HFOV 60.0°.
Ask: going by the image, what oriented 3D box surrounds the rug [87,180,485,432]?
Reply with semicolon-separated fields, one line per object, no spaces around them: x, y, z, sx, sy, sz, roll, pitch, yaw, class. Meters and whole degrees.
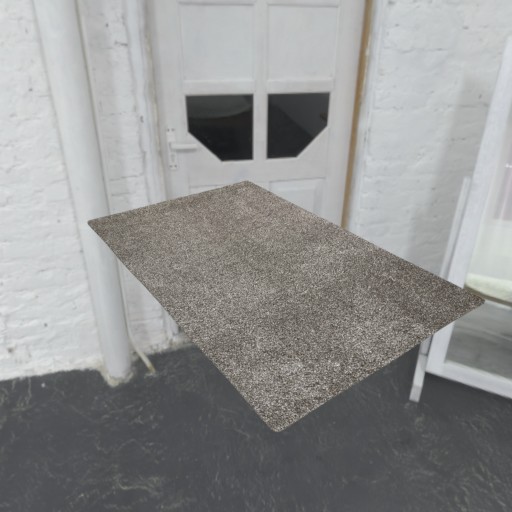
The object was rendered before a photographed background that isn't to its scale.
0.000;0.000;2.944;1.501;0.025;2.352;-20;36;-30;rug
